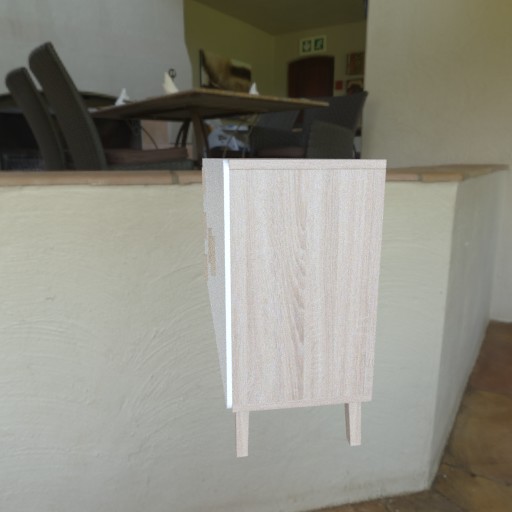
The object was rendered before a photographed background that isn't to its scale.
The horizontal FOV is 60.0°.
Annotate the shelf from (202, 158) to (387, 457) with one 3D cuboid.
[{"bbox_3d":[0.000,0.000,1.820,0.400,0.780,1.490,-2,13,-8],"label":"shelf"}]
